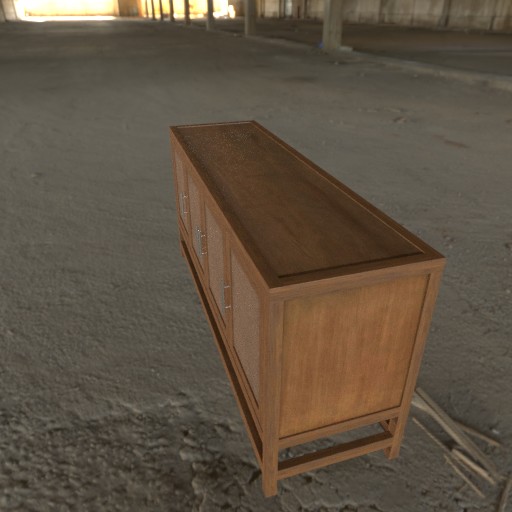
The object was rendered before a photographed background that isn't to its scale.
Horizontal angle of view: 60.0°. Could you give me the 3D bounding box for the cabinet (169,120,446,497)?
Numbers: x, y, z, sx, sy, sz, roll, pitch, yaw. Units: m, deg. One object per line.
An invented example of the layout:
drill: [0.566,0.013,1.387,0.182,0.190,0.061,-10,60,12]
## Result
cabinet: [0.000,0.000,2.021,0.522,0.820,1.708,-9,31,-15]
